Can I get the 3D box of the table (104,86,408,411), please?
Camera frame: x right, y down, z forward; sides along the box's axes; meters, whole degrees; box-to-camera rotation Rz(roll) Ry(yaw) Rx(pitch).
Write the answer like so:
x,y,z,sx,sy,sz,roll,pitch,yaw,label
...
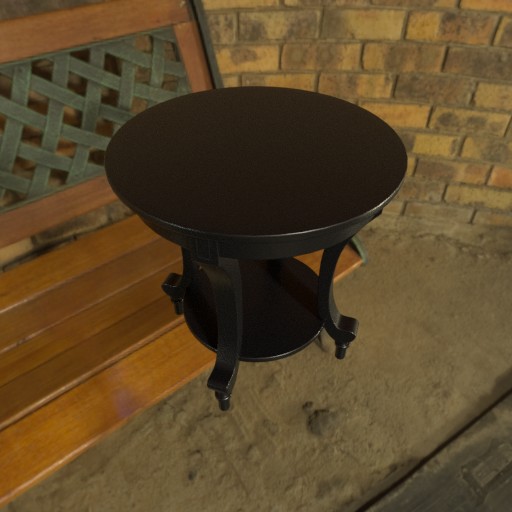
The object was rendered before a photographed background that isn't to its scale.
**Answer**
x,y,z,sx,sy,sz,roll,pitch,yaw,label
0.000,0.000,1.102,0.597,0.618,0.597,0,42,0,table
